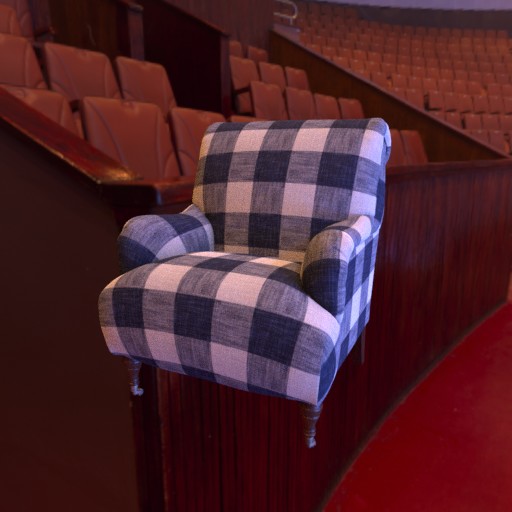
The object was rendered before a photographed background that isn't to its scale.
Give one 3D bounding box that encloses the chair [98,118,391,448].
[{"bbox_3d":[0.000,0.000,1.571,0.781,0.953,0.848,7,15,25],"label":"chair"}]
